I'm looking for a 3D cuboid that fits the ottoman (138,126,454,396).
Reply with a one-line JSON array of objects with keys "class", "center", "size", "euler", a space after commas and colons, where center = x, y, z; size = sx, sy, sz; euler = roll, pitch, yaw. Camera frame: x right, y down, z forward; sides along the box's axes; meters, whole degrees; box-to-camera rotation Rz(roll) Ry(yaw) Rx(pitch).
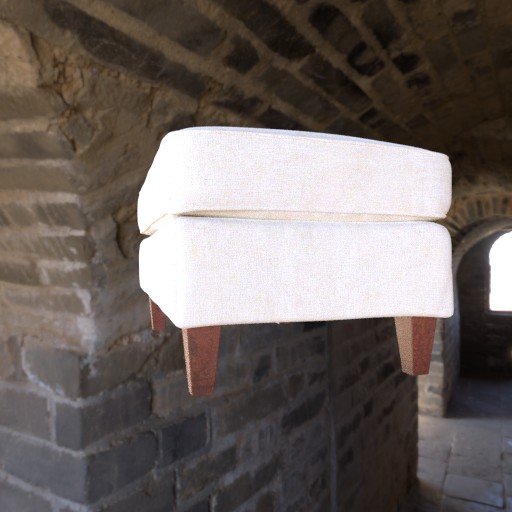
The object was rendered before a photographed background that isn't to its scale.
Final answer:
[{"class": "ottoman", "center": [0.000, 0.000, 1.195], "size": [0.583, 0.484, 0.862], "euler": [0, 0, -18]}]
